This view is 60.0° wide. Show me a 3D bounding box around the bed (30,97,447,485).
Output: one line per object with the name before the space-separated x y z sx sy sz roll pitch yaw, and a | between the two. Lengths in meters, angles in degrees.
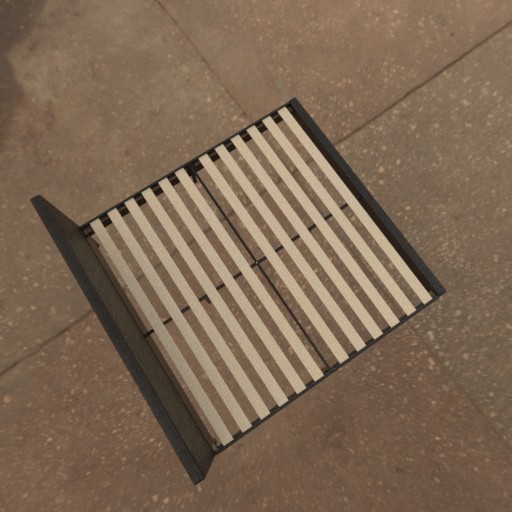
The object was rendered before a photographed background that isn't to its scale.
bed | 0.000 0.000 3.281 2.152 1.046 2.018 -33 78 -8
